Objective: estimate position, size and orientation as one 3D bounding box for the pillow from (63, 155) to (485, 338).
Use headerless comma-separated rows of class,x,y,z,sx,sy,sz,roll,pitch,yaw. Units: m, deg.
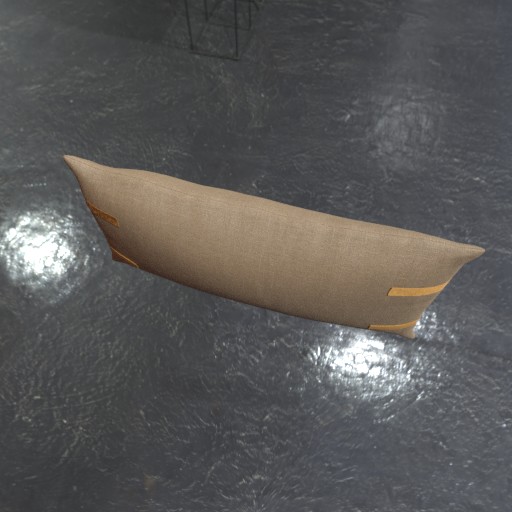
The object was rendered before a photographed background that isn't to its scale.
pillow,0.000,0.000,0.736,0.612,0.308,0.148,14,60,8
